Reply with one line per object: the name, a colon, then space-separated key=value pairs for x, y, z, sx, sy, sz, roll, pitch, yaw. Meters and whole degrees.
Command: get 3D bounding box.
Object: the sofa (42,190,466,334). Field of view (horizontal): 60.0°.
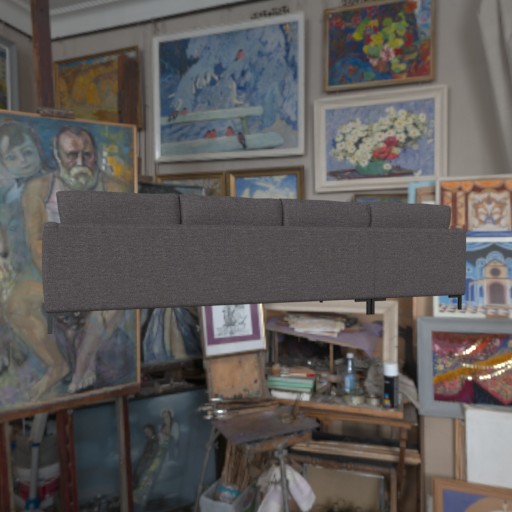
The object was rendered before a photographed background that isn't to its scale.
sofa: x=0.000 y=0.000 z=3.243 sx=2.731 sy=0.754 sz=1.258 roll=0 pitch=1 yaw=-19
